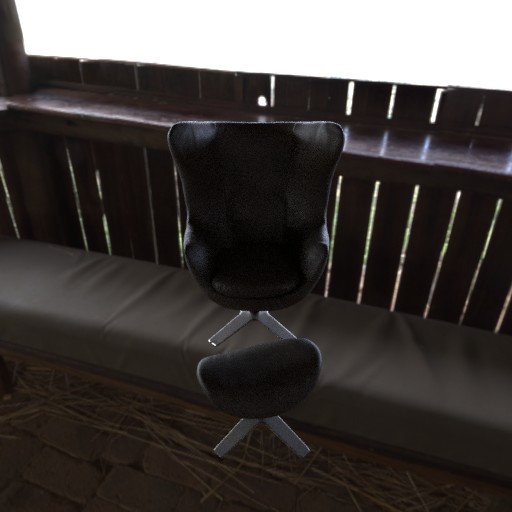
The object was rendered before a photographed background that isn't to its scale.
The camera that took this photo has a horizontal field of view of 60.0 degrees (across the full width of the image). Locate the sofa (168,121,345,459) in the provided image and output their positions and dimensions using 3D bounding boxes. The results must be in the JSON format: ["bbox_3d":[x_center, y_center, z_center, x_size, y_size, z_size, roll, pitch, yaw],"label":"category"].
[{"bbox_3d":[0.000,0.000,2.205,0.894,1.135,1.444,0,30,0],"label":"sofa"}]
